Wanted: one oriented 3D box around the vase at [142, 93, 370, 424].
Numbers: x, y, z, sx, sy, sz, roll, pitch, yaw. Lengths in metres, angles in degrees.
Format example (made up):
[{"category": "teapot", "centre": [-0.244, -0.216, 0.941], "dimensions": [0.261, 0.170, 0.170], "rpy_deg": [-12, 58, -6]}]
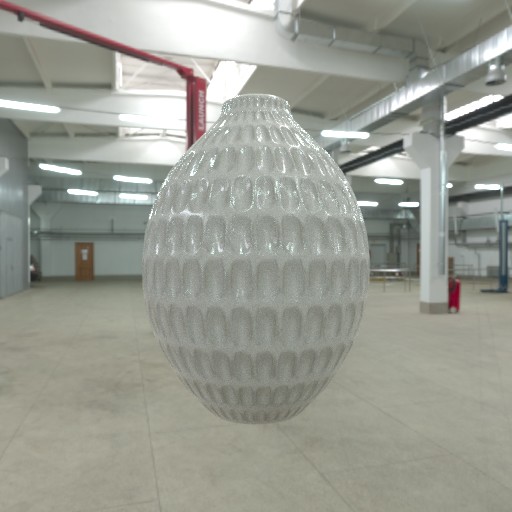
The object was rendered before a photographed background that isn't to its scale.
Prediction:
[{"category": "vase", "centre": [0.000, 0.000, 0.326], "dimensions": [0.162, 0.223, 0.162], "rpy_deg": [0, 0, 0]}]
